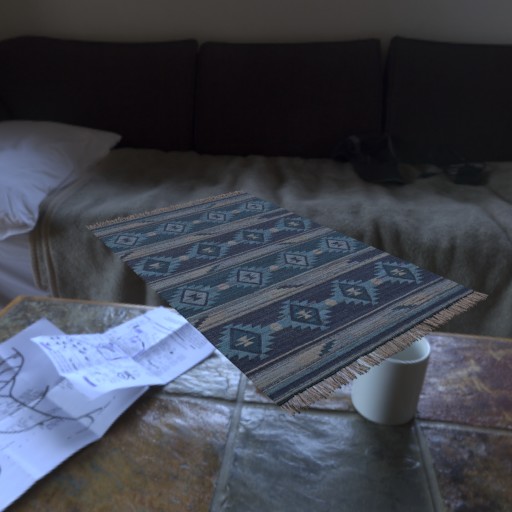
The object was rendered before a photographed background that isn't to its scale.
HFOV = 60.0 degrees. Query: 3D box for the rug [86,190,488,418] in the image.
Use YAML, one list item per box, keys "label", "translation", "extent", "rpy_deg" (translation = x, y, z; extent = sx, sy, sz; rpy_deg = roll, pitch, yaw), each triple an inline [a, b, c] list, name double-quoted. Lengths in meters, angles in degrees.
- label: "rug"
  translation: [0.000, 0.000, 2.366]
  extent: [1.181, 0.028, 1.936]
  rpy_deg: [-18, 32, -33]
